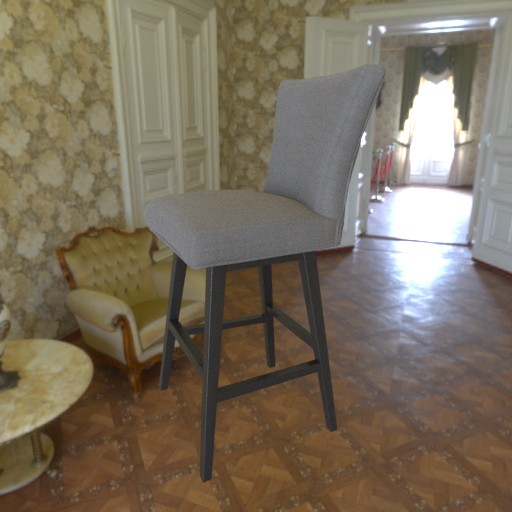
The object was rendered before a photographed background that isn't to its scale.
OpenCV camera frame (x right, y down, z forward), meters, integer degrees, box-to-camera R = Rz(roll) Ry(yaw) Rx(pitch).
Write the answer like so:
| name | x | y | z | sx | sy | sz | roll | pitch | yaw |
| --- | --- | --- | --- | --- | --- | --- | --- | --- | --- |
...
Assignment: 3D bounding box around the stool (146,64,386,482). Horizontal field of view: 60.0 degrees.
| name | x | y | z | sx | sy | sz | roll | pitch | yaw |
| --- | --- | --- | --- | --- | --- | --- | --- | --- | --- |
| stool | 0.000 | 0.000 | 1.389 | 0.574 | 1.086 | 0.514 | -7 | 18 | -24 |
